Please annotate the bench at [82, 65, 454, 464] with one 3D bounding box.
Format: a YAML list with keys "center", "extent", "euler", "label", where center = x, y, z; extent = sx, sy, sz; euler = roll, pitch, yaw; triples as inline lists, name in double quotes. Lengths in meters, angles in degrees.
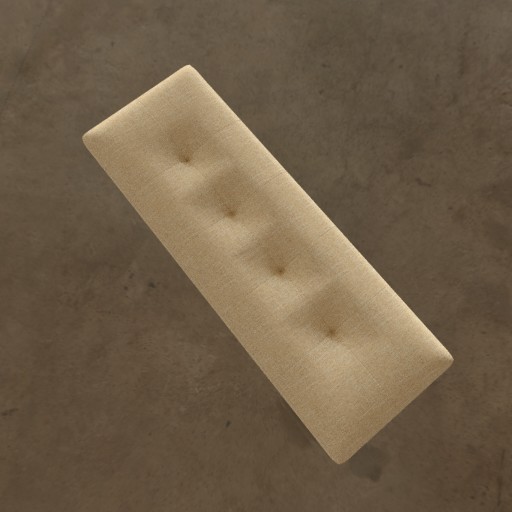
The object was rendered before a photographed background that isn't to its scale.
- center: [0.000, 0.000, 1.457]
  extent: [0.432, 0.406, 1.219]
  euler: [-38, 79, -9]
  label: "bench"
